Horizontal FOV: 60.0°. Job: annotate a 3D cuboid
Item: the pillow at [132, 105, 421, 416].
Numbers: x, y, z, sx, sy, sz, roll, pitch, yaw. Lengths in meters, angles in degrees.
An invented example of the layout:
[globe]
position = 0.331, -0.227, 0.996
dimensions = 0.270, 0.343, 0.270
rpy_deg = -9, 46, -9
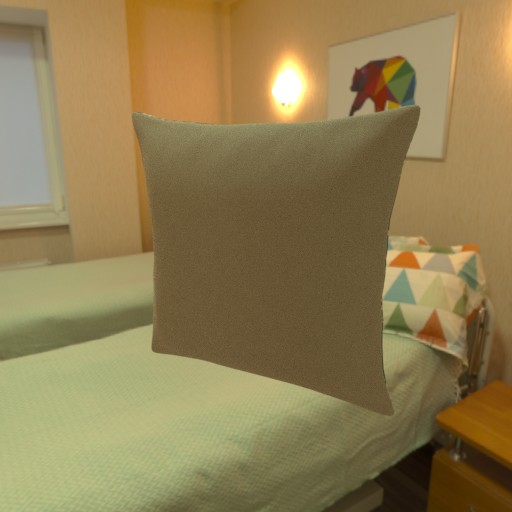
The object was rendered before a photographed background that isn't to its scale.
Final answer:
[pillow]
position = 0.000, 0.000, 0.804
dimensions = 0.525, 0.508, 0.166
rpy_deg = 8, 17, 26
